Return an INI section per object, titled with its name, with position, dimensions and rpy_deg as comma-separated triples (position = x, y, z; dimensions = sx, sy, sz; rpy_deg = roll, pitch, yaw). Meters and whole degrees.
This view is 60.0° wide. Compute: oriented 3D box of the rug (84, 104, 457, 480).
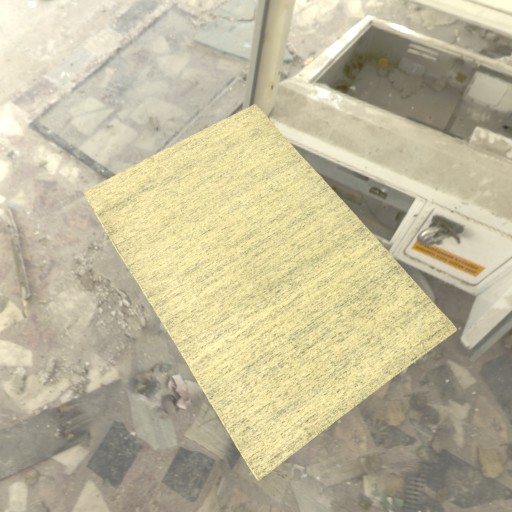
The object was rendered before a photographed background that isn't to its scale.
[rug]
position = 0.000, 0.000, 2.996
dimensions = 1.523, 0.017, 2.263
rpy_deg = -31, 69, -14
